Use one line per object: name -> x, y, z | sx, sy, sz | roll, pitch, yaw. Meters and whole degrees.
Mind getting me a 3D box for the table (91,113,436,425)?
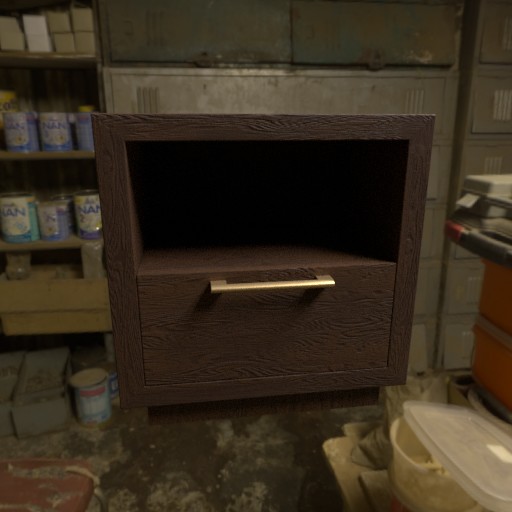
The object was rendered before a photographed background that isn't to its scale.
table -> 0.000, 0.000, 0.969 | 0.560, 0.585, 0.439 | -2, 17, -8
